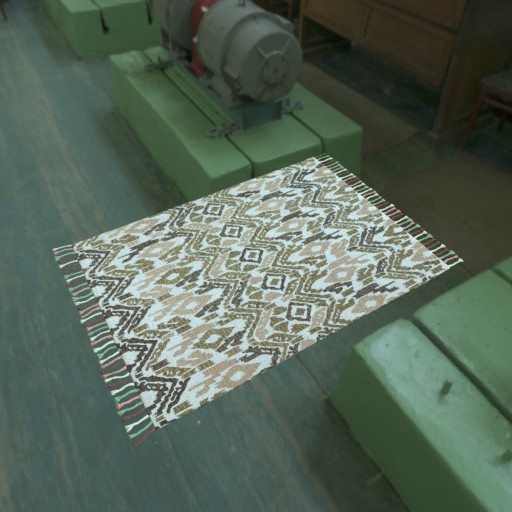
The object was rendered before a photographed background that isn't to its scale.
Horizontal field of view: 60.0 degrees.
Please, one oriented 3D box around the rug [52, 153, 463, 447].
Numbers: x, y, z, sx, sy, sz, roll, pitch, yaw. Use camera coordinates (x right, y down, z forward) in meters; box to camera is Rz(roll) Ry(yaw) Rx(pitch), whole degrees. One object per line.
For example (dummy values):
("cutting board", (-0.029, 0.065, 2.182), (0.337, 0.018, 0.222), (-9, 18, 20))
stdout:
("rug", (0.000, 0.000, 2.337), (1.829, 0.008, 1.219), (-24, 51, -21))
